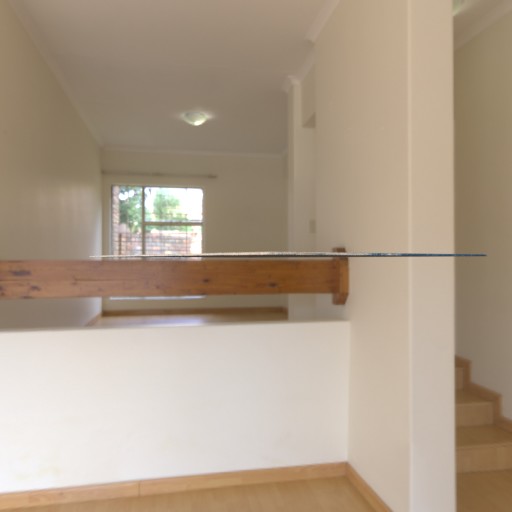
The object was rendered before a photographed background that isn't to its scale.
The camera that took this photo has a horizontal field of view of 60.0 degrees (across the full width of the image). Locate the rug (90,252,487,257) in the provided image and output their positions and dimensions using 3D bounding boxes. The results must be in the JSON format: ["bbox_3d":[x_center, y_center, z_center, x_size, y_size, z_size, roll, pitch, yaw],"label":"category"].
[{"bbox_3d":[0.000,0.000,2.348,1.232,0.009,1.836,0,-1,-36],"label":"rug"}]
